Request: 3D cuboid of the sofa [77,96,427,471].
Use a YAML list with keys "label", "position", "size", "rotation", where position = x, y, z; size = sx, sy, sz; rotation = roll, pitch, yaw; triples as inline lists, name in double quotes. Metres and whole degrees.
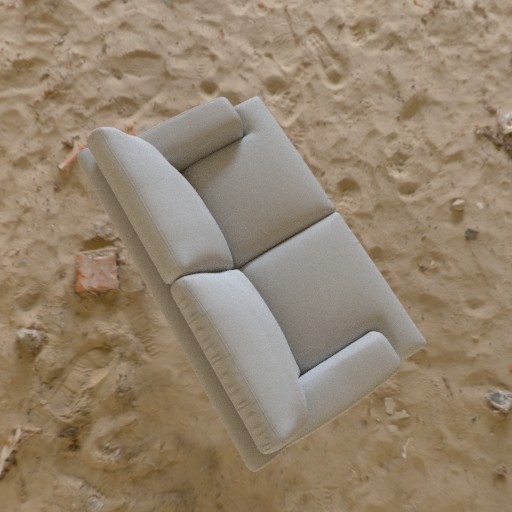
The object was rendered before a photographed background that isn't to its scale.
- label: "sofa"
  position: [0.000, 0.000, 2.496]
  size: [1.143, 0.940, 1.880]
  rotation: [-30, 78, -7]
